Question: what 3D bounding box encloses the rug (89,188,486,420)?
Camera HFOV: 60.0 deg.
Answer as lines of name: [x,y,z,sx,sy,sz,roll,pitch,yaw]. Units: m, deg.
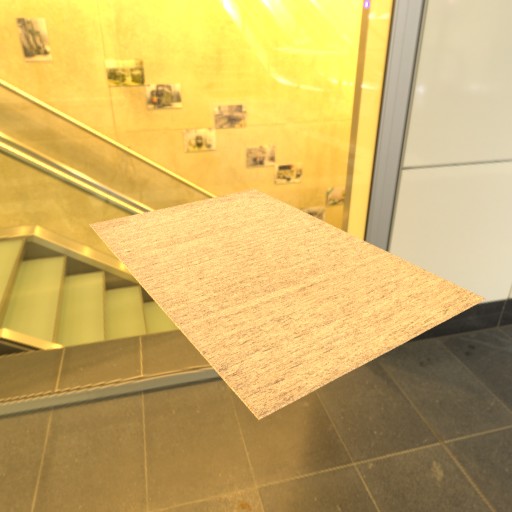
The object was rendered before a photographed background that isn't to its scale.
rug: [0.000,0.000,2.346,1.225,0.013,1.840,-17,32,-30]
